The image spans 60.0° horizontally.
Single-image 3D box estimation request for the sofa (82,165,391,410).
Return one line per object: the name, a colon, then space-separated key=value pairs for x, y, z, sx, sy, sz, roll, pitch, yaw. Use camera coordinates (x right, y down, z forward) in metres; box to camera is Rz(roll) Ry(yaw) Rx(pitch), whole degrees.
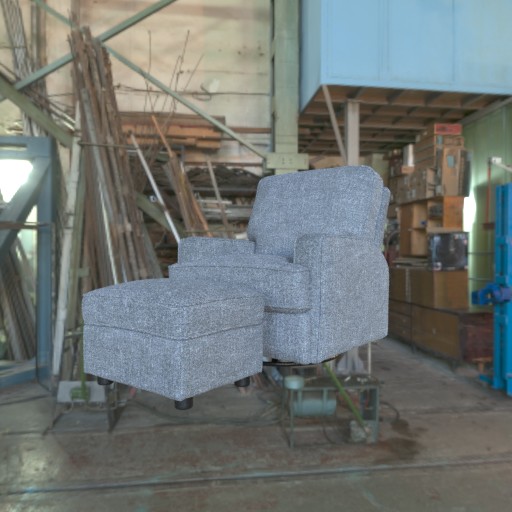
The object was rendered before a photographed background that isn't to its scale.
sofa: x=0.000 y=0.000 z=2.068 sx=0.861 sy=0.959 sz=1.472 roll=0 pitch=1 yaw=37
